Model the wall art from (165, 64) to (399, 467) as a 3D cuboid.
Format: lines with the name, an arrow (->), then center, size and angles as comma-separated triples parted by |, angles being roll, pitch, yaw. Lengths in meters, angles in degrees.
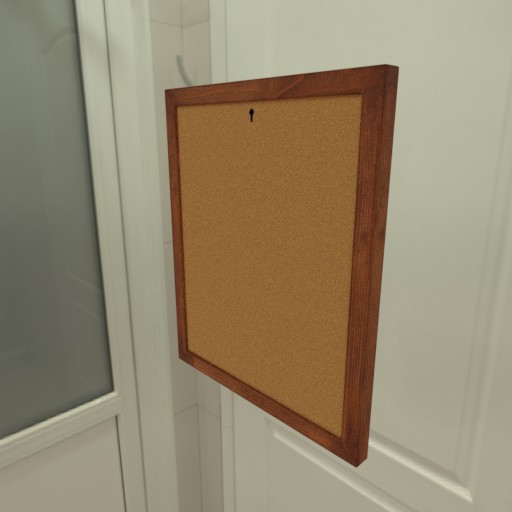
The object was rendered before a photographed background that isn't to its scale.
wall art -> 0.000, 0.000, 0.754 | 0.030, 0.558, 0.462 | -15, 21, -42
